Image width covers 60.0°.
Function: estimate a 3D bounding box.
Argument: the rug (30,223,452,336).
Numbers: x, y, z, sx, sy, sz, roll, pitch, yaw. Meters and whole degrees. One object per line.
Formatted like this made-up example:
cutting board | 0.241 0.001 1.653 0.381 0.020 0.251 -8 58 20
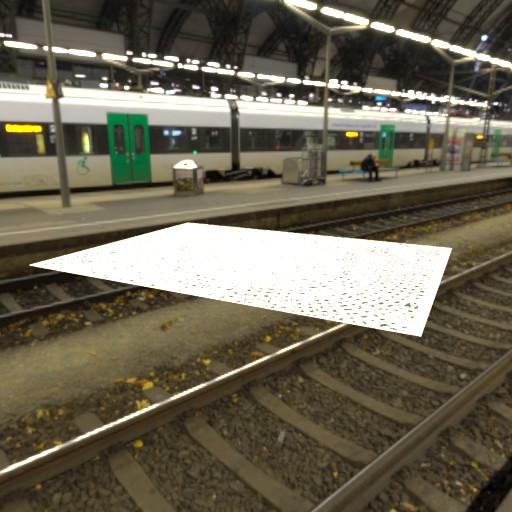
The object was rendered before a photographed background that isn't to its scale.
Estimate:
rug | 0.000 0.000 2.105 1.634 0.003 1.190 7 16 26
